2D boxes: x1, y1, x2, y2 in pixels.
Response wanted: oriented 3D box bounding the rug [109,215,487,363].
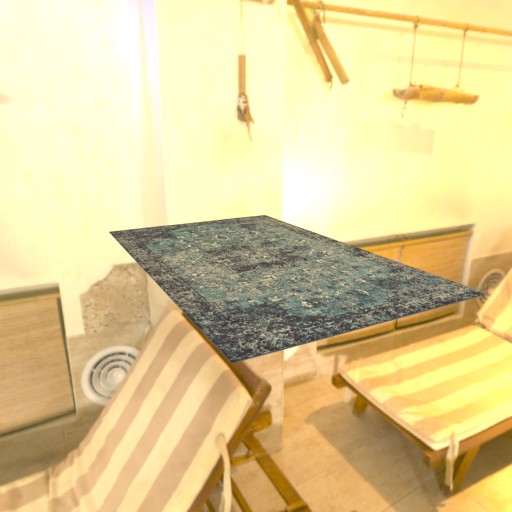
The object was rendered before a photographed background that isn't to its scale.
[{"bbox_3d":[0.000,0.000,3.068,1.525,0.007,2.440,-9,19,-27],"label":"rug"}]
